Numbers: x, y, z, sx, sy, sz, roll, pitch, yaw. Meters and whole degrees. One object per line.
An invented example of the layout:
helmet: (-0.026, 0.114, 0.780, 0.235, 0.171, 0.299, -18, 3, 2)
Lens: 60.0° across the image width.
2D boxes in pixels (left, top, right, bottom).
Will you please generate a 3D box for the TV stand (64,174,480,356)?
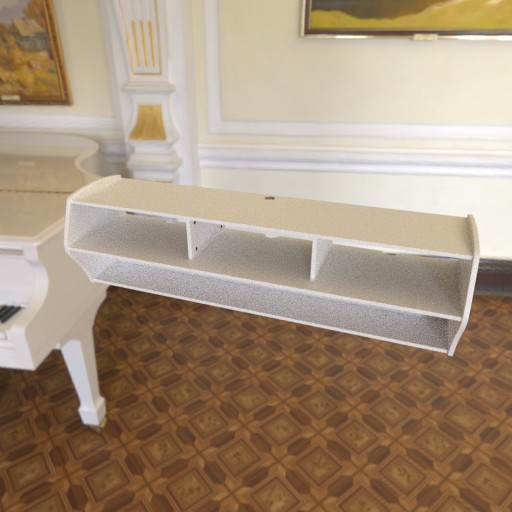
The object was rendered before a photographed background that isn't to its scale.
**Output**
TV stand: (0.000, 0.000, 1.700, 1.473, 0.424, 0.397, 9, 28, 18)
